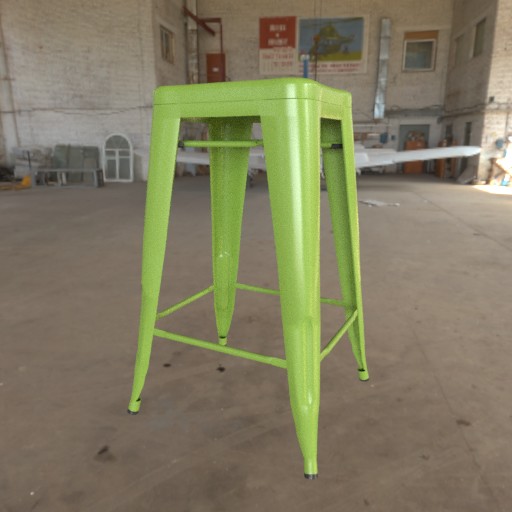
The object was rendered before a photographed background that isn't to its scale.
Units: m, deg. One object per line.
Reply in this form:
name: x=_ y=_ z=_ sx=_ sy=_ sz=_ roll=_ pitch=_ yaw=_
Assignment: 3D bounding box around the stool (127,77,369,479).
stool: x=0.000 y=0.000 z=0.862 sx=0.398 sy=0.609 sz=0.358 roll=8 pitch=17 yaw=27
